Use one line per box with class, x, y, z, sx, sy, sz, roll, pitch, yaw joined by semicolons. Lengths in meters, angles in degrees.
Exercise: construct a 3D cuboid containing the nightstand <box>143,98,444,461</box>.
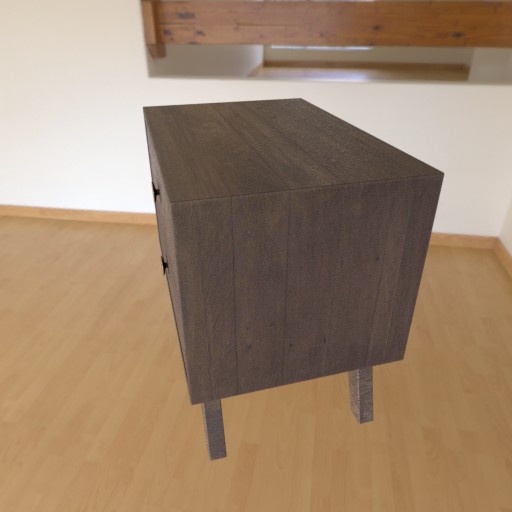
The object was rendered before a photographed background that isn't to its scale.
nightstand;0.000;0.000;1.078;0.450;0.599;0.650;-8;31;-14
